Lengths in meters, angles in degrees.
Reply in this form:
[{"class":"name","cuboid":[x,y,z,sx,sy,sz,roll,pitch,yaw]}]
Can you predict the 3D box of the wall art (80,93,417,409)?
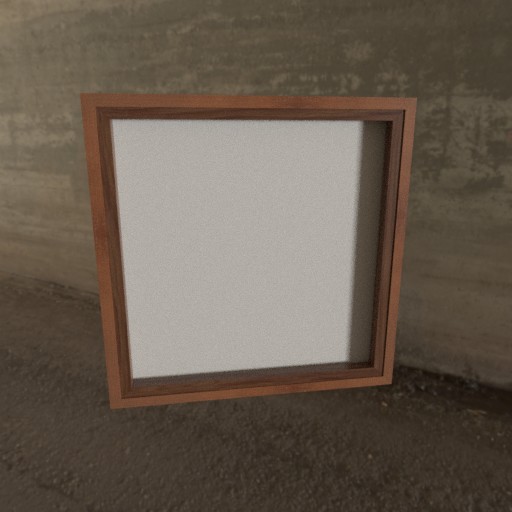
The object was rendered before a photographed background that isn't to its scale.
[{"class":"wall art","cuboid":[0.000,0.000,0.594,0.403,0.403,0.035,-2,15,-9]}]
